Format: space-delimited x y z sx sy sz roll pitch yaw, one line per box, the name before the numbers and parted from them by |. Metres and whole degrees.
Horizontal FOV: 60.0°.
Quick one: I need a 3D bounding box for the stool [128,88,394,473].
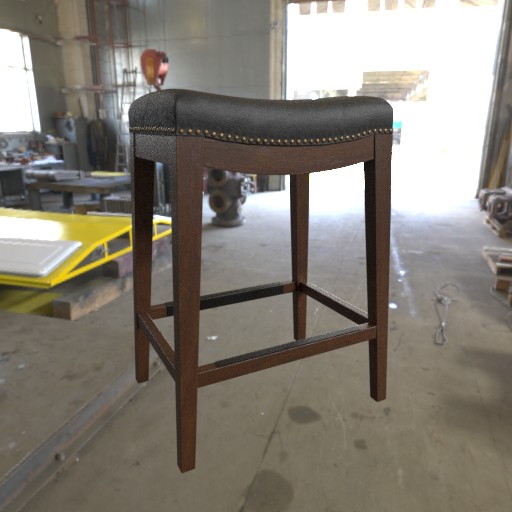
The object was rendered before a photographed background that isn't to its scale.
stool | 0.000 0.000 0.966 0.490 0.664 0.353 -8 18 -27
